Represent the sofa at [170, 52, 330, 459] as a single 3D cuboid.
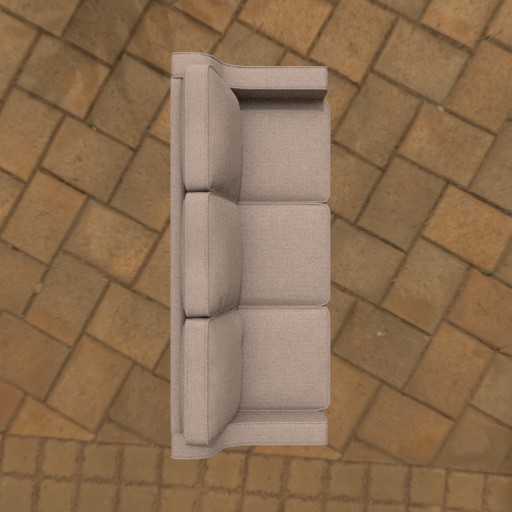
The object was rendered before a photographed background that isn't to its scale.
[{"bbox_3d":[0.000,0.000,2.611,0.899,0.950,2.129,0,90,0],"label":"sofa"}]
